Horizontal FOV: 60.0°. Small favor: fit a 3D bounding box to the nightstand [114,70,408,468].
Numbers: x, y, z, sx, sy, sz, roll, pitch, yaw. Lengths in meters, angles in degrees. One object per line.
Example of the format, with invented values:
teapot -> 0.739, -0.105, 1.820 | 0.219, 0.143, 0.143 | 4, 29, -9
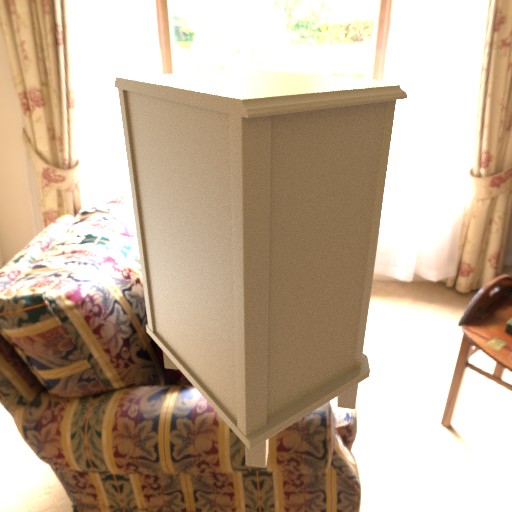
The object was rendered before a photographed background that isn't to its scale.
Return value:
nightstand -> 0.000, 0.000, 0.917 | 0.348, 0.680, 0.435 | -18, 32, -32
